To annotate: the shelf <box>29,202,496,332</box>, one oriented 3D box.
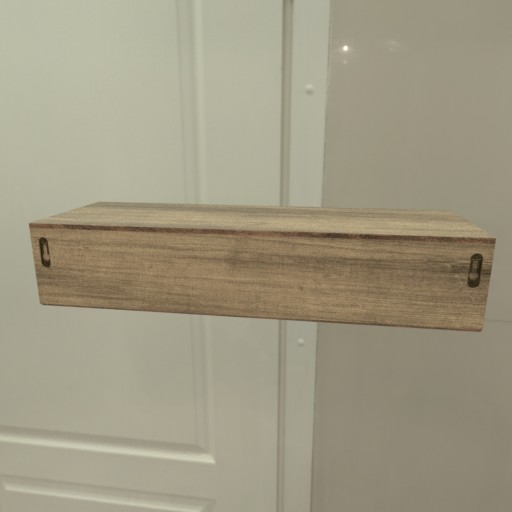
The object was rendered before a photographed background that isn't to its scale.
[{"bbox_3d":[0.000,0.000,0.684,0.610,0.125,0.200,2,16,8],"label":"shelf"}]
